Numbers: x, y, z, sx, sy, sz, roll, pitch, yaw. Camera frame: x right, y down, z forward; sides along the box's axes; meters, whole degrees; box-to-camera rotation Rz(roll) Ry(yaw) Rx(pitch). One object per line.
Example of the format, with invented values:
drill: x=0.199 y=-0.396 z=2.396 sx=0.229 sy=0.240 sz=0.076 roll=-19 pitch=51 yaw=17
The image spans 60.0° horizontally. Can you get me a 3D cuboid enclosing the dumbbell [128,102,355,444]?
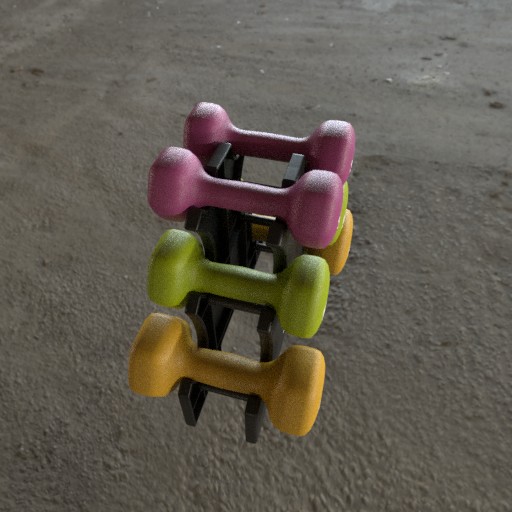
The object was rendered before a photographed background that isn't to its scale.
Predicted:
dumbbell: x=0.000 y=0.000 z=0.467 sx=0.190 sy=0.271 sz=0.300 roll=12 pitch=48 yaw=11
